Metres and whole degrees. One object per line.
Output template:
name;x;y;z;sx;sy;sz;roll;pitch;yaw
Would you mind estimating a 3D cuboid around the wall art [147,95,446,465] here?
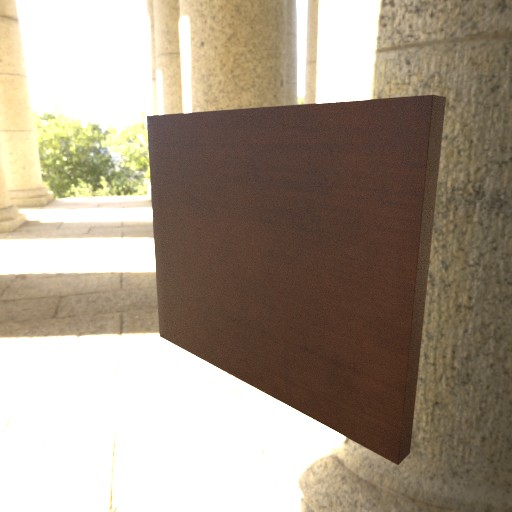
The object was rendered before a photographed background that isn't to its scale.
wall art;0.000;0.000;0.724;0.558;0.457;0.033;14;20;43
